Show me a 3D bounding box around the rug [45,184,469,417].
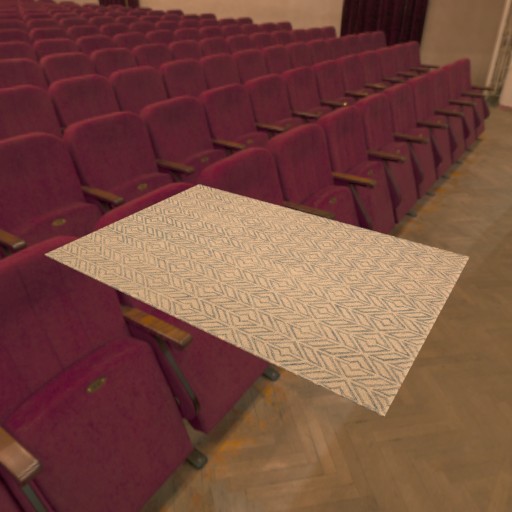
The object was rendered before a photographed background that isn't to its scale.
[{"bbox_3d":[0.000,0.000,2.291,1.824,0.008,1.220,19,35,29],"label":"rug"}]
